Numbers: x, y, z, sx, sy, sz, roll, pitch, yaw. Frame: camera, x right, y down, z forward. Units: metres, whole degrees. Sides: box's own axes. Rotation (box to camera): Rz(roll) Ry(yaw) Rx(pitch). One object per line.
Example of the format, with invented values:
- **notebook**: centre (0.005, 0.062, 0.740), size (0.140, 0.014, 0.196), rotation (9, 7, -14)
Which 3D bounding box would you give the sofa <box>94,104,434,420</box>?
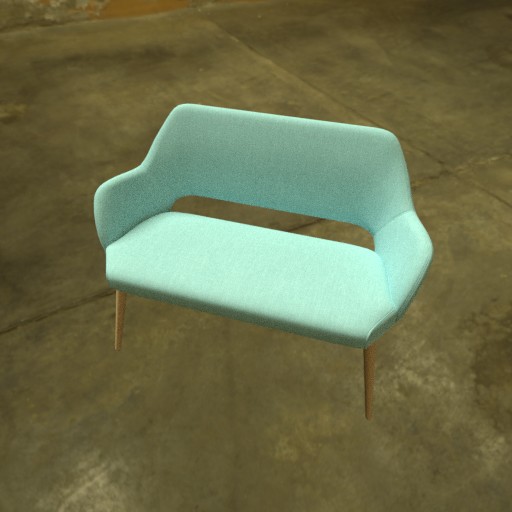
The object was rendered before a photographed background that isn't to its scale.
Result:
- **sofa**: centre (0.000, 0.000, 1.632), size (1.150, 0.840, 0.610), rotation (12, 43, 13)
